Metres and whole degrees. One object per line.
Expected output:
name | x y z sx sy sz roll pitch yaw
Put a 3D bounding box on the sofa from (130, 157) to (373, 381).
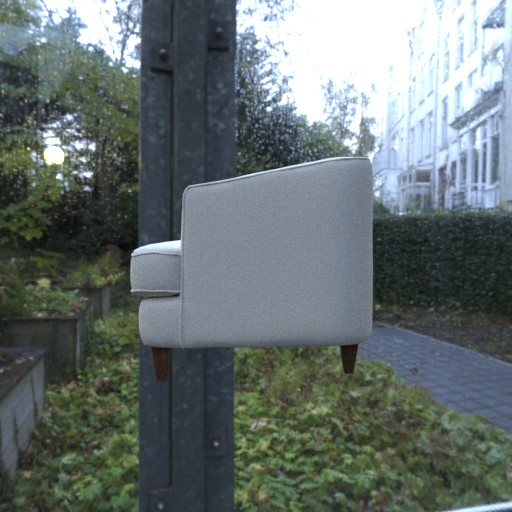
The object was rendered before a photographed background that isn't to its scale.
sofa | 0.000 0.000 2.676 0.941 0.855 2.278 0 1 0
